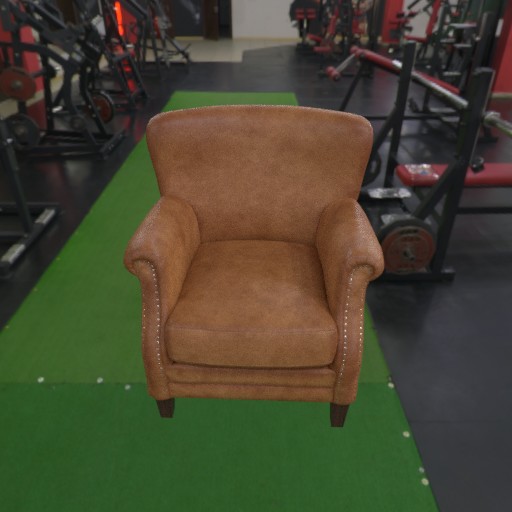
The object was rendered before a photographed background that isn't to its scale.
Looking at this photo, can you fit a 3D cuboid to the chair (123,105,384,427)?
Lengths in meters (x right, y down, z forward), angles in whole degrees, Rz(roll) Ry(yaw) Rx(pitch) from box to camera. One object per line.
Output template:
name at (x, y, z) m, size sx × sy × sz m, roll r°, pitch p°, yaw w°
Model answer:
chair at (0.000, 0.000, 1.692) m, size 0.861 × 0.936 × 0.921 m, roll 1°, pitch 32°, yaw 2°
